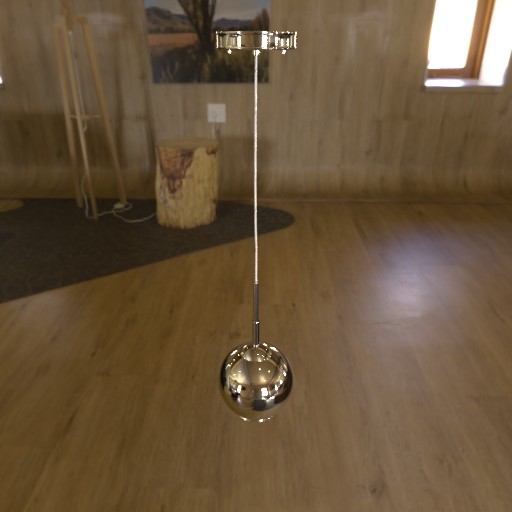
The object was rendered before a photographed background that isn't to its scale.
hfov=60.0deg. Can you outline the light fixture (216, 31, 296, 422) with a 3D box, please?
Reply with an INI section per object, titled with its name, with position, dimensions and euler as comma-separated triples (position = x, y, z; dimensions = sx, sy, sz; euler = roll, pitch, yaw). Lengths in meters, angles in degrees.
[light fixture]
position = 0.000, 0.000, 1.704
dimensions = 0.336, 1.538, 0.336
euler = 8, 27, 16
